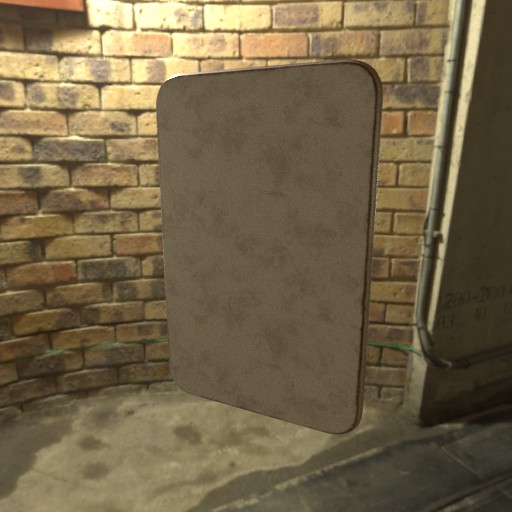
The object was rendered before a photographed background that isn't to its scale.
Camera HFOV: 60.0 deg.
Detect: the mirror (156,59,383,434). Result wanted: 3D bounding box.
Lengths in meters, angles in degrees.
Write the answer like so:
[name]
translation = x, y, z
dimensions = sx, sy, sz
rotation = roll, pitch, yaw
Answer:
[mirror]
translation = 0.000, 0.000, 0.894
dimensions = 0.461, 0.713, 0.024
rotation = 7, 15, 25
